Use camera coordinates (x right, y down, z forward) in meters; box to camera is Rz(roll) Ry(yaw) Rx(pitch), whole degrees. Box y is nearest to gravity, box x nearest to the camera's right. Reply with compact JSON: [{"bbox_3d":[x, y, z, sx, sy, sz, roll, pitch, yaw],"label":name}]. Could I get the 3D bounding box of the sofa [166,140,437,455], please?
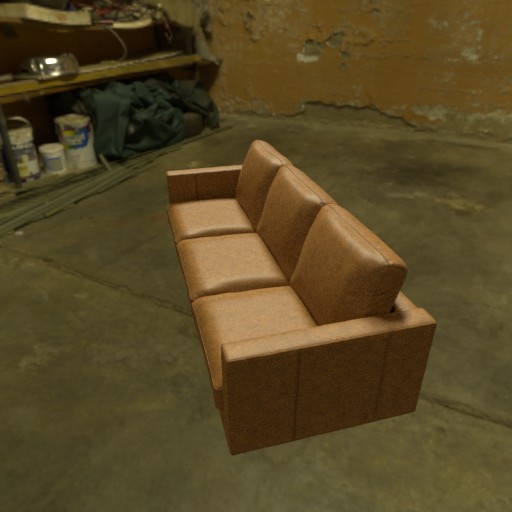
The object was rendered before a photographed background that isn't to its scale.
[{"bbox_3d":[0.000,0.000,2.726,0.903,0.930,2.231,-8,30,-14],"label":"sofa"}]
